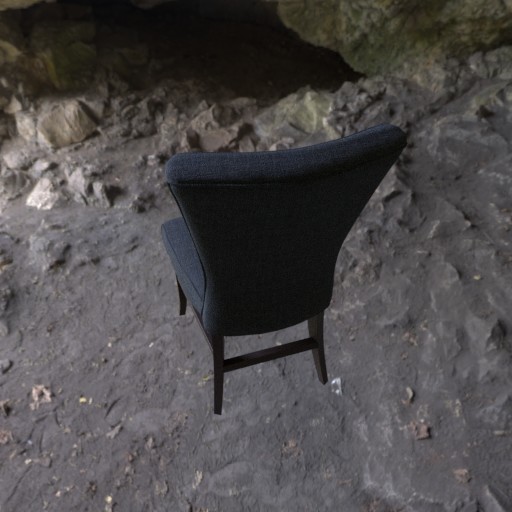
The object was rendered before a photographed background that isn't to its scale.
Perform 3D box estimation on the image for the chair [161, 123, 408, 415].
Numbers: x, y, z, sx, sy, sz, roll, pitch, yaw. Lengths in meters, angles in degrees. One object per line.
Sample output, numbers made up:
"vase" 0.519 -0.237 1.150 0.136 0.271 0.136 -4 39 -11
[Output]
"chair" 0.000 0.000 1.380 0.520 0.991 0.660 -12 42 -13
